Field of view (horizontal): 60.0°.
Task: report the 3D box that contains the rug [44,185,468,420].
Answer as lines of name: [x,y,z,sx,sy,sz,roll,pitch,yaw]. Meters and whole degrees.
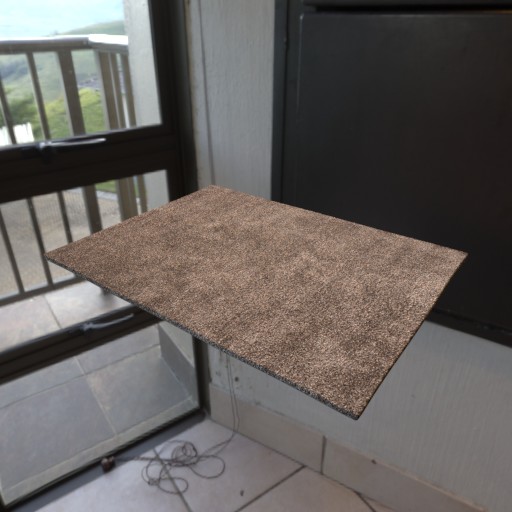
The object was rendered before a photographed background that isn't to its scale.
rug: [0.000,0.000,2.086,1.601,0.025,1.198,20,34,31]
